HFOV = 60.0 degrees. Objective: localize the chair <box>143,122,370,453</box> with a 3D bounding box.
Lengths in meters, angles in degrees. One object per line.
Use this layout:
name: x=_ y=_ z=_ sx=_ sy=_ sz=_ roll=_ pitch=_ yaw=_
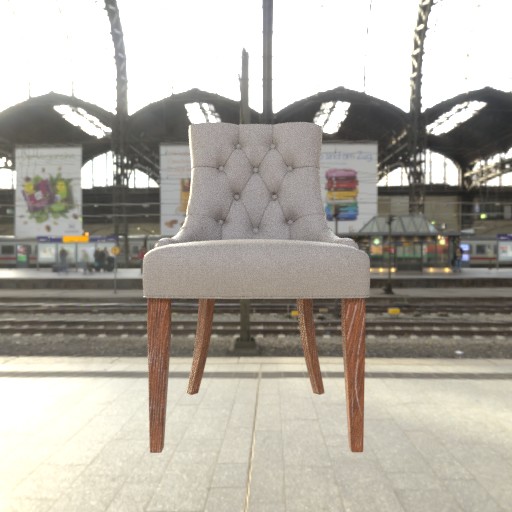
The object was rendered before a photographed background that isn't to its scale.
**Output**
chair: x=0.000 y=0.000 z=1.226 sx=0.509 sy=0.874 sz=0.565 roll=0 pitch=0 yaw=0
